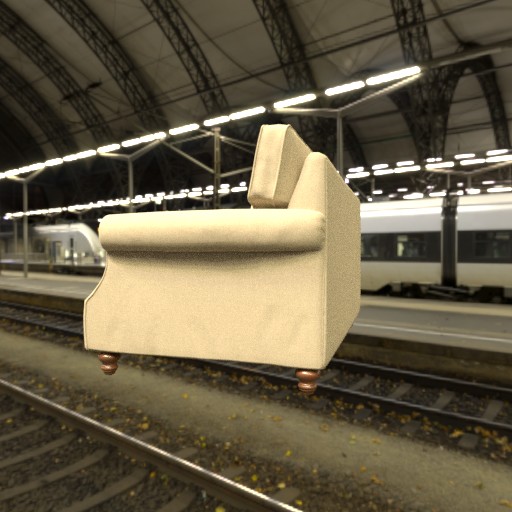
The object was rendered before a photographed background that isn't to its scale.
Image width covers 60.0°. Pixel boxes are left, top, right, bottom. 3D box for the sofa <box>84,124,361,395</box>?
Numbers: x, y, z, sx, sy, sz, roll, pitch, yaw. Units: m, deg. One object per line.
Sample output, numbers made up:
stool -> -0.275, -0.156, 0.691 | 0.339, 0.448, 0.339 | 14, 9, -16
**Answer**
sofa -> 0.000, 0.000, 2.301 | 0.964, 0.937, 1.665 | 0, 1, 18
